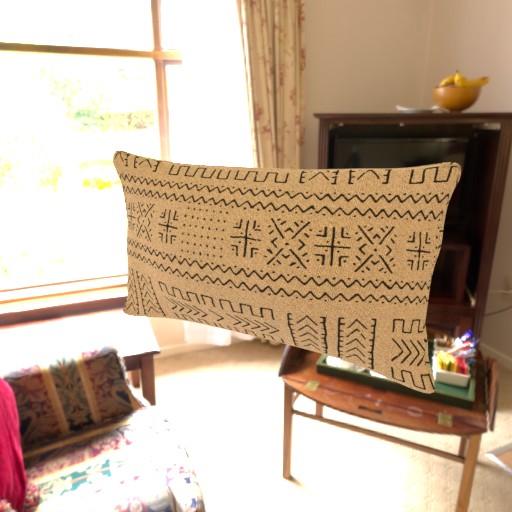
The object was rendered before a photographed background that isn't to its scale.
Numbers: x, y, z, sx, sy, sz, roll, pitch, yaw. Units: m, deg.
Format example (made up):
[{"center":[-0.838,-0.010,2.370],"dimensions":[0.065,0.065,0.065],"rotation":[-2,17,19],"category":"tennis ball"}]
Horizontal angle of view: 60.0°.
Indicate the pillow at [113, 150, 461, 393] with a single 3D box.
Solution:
[{"center":[0.000,0.000,0.788],"dimensions":[0.637,0.352,0.188],"rotation":[9,19,27],"category":"pillow"}]
